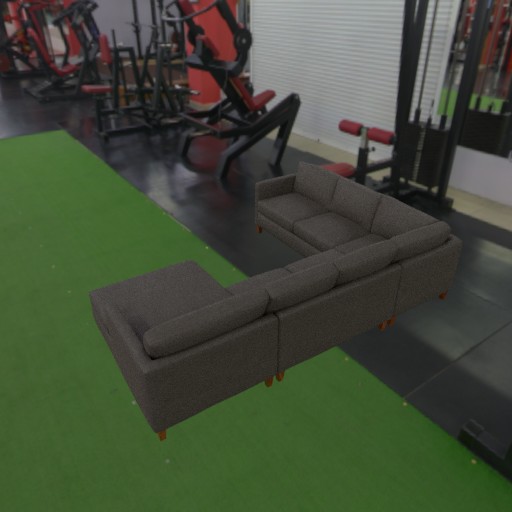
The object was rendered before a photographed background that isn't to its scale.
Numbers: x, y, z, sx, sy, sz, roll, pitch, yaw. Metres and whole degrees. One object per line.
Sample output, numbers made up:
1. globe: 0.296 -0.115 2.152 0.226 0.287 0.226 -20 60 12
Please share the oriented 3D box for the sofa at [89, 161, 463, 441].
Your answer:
1. sofa: 0.000 0.000 4.784 3.460 0.961 2.594 -18 35 -28
